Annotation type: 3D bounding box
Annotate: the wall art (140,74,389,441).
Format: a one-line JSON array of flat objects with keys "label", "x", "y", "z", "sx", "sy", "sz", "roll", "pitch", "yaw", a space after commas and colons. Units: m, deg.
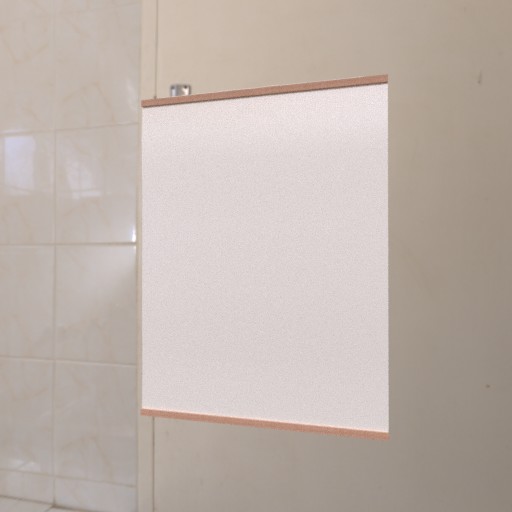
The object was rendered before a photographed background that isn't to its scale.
[{"label": "wall art", "x": 0.000, "y": 0.000, "z": 1.325, "sx": 0.758, "sy": 1.013, "sz": 0.020, "roll": 0, "pitch": -1, "yaw": 15}]
